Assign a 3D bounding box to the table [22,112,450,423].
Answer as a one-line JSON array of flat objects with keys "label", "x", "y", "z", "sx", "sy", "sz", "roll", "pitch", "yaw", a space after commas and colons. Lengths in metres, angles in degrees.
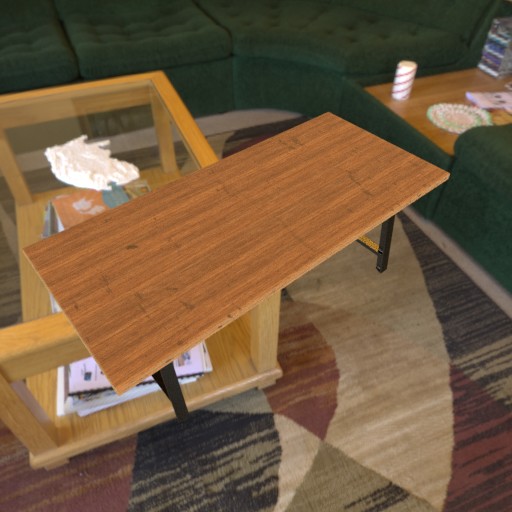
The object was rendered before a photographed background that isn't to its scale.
[{"label": "table", "x": 0.000, "y": 0.000, "z": 2.695, "sx": 2.200, "sy": 0.757, "sz": 1.000, "roll": -31, "pitch": 53, "yaw": -27}]
